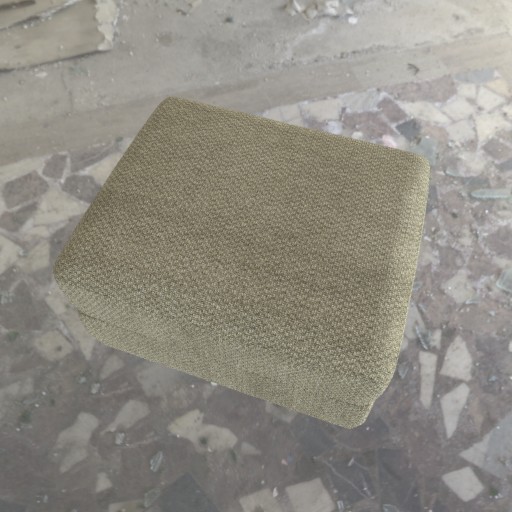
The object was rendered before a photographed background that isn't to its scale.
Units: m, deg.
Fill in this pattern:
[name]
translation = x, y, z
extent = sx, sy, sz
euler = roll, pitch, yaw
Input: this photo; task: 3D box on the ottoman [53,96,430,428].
[ottoman]
translation = 0.000, 0.000, 1.142
extent = 0.751, 0.476, 0.603
euler = 16, 60, 9
